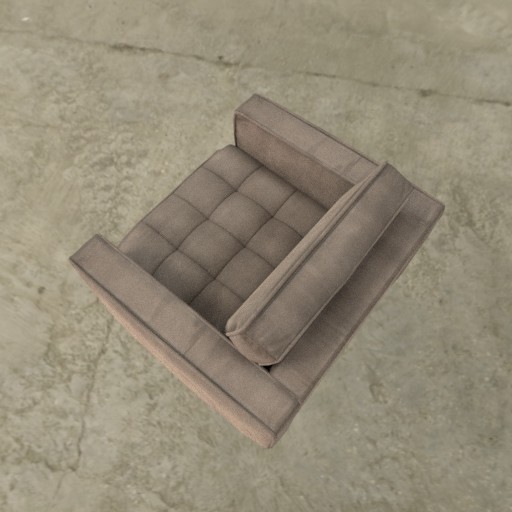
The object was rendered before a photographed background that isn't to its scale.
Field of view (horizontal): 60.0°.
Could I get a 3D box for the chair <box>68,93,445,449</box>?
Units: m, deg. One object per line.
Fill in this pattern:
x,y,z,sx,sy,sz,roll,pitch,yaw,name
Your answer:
0.000,0.000,1.523,0.843,0.773,0.928,36,69,17,chair
